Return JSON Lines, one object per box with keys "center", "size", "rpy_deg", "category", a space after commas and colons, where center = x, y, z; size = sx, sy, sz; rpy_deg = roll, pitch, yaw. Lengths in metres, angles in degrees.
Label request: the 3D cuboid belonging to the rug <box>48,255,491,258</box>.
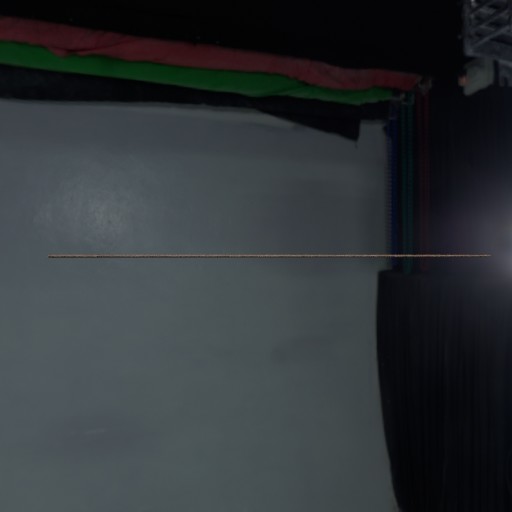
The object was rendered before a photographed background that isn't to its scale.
{"center": [0.000, 0.000, 2.820], "size": [2.286, 0.011, 1.524], "rpy_deg": [0, 0, -20], "category": "rug"}
